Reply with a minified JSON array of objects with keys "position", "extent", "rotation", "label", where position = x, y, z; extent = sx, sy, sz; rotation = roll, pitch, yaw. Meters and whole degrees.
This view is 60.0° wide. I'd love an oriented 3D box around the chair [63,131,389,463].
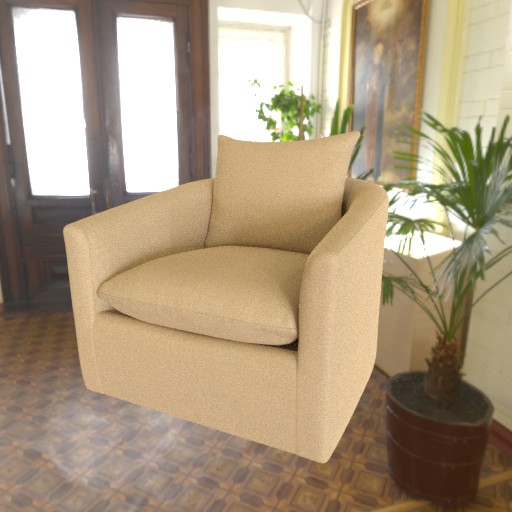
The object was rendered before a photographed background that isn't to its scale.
[{"position":[0.000,0.000,1.547],"extent":[0.845,0.848,0.910],"rotation":[7,15,25],"label":"chair"}]
